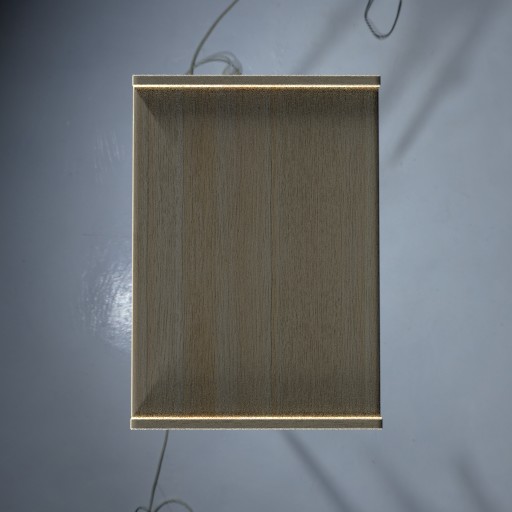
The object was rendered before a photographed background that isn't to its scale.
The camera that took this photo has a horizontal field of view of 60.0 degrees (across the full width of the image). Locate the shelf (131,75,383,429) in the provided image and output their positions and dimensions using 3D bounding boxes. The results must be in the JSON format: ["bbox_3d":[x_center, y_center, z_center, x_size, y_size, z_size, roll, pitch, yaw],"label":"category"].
[{"bbox_3d":[0.000,0.000,0.809,0.290,0.592,0.414,0,89,0],"label":"shelf"}]
